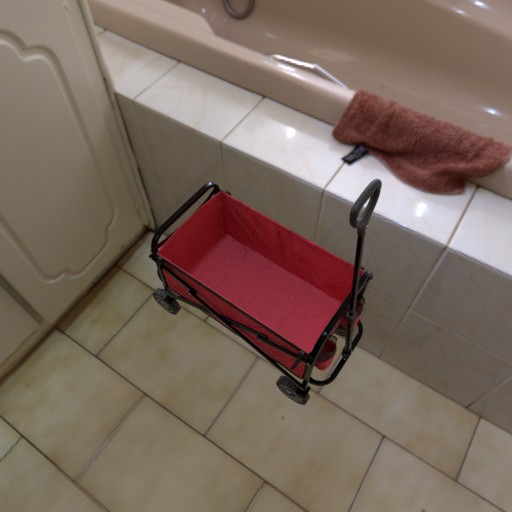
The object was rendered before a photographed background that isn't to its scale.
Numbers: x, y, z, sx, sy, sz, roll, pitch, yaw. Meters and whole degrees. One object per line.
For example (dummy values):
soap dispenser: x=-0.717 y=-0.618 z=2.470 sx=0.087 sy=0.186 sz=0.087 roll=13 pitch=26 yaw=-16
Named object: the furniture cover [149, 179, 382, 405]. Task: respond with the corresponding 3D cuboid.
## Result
furniture cover: x=0.000 y=0.000 z=1.852 sx=1.038 sy=1.295 sz=0.532 roll=31 pitch=62 yaw=19
